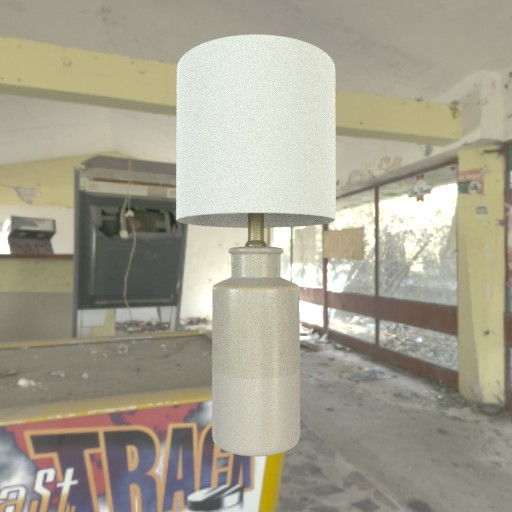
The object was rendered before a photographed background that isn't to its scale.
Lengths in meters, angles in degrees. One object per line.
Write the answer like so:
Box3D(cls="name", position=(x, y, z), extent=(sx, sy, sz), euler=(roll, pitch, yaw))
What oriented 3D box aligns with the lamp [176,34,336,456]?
Box3D(cls="lamp", position=(0.000, 0.000, 0.598), extent=(0.212, 0.493, 0.212), euler=(0, -1, 18))
